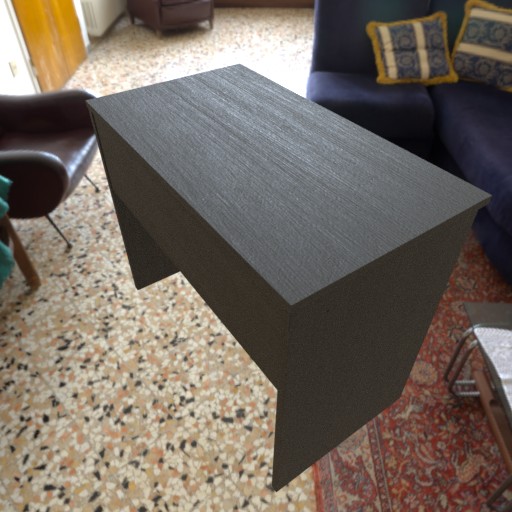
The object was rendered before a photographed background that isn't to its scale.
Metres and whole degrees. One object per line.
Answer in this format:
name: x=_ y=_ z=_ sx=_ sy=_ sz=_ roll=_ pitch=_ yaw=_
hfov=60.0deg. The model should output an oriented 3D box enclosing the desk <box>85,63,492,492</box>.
desk: x=0.000 y=0.000 z=1.270 sx=0.498 sy=0.724 sz=0.893 roll=-25 pitch=48 yaw=-25
